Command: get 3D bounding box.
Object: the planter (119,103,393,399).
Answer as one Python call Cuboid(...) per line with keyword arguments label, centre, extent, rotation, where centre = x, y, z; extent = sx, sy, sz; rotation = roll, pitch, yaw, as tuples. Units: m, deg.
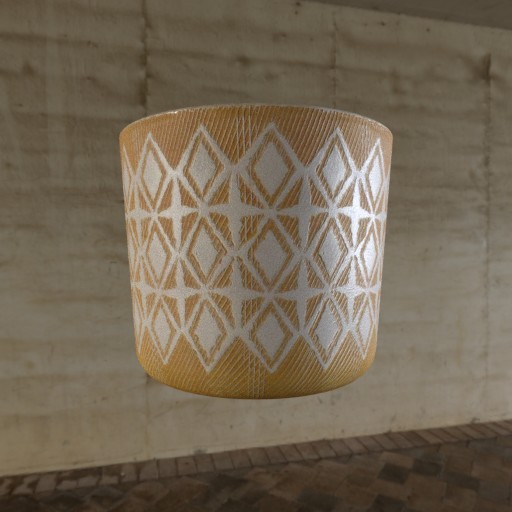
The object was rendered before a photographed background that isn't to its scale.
Cuboid(label="planter", centre=(0.000, 0.000, 0.329), extent=(0.193, 0.165, 0.193), rotation=(0, 1, 0))
